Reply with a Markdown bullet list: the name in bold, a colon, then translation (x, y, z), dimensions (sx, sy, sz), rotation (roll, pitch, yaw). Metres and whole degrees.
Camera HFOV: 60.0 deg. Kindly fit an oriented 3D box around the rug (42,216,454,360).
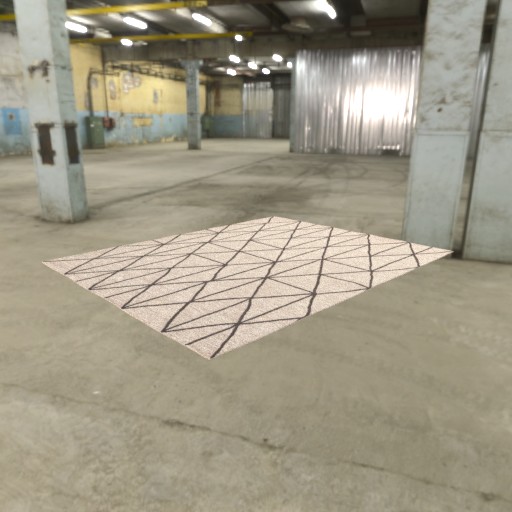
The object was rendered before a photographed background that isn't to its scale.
- **rug**: translation (0.000, 0.000, 4.184), dimensions (3.061, 0.022, 2.468), rotation (-15, 22, -42)
